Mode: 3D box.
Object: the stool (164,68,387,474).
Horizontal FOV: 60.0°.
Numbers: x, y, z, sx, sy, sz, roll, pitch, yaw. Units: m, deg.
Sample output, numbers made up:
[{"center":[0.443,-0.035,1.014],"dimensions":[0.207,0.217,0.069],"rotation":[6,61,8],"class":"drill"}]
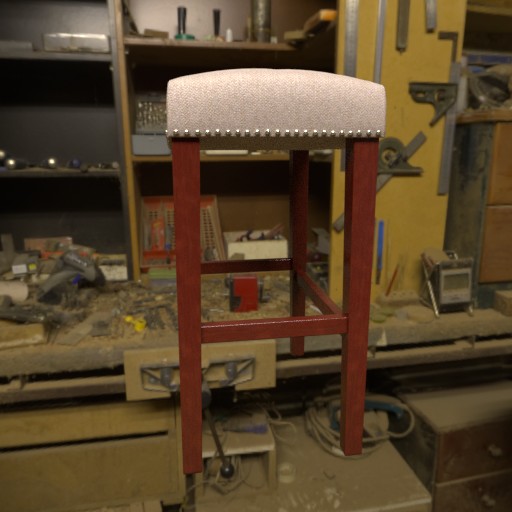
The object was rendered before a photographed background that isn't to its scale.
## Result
[{"center":[0.000,0.000,1.023],"dimensions":[0.372,0.742,0.504],"rotation":[-2,14,-9],"class":"stool"}]
